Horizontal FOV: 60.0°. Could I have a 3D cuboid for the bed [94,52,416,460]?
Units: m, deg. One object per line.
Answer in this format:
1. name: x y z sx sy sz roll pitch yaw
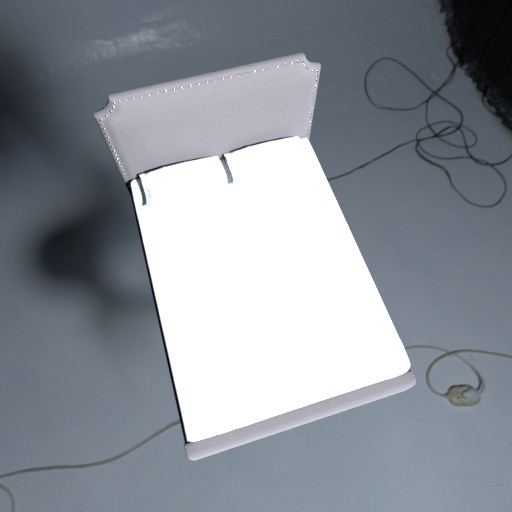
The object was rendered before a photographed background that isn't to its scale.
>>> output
1. bed: 0.000 0.000 3.305 1.713 1.443 2.372 -15 65 -7
